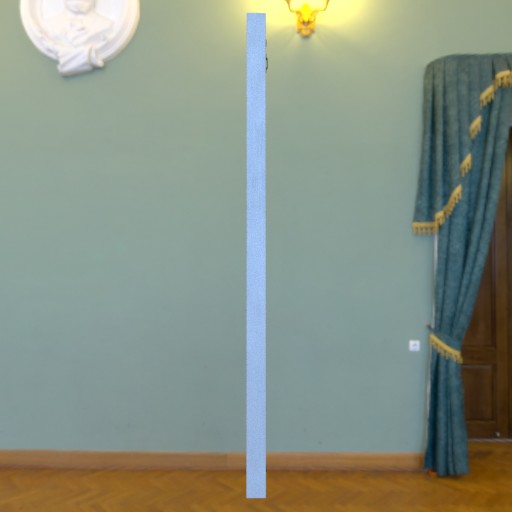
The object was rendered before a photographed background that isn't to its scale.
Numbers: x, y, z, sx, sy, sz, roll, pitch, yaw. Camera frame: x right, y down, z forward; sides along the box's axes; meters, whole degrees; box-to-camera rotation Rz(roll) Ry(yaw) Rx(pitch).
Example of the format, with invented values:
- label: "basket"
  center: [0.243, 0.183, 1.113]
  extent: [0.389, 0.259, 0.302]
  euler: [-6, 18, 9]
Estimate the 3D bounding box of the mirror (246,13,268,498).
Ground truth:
- label: "mirror"
  center: [0.000, 0.000, 1.139]
  extent: [0.041, 0.915, 0.609]
  euler: [0, -1, 0]
